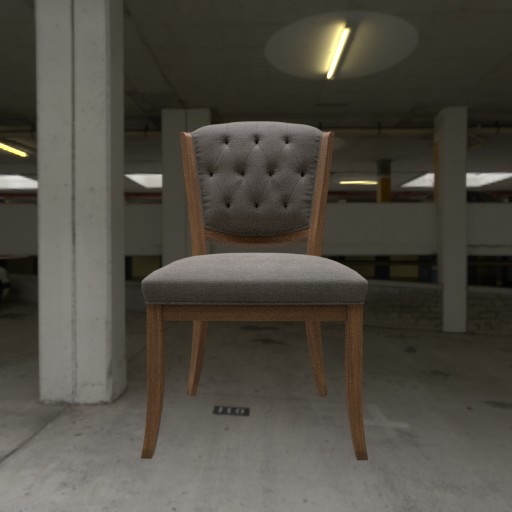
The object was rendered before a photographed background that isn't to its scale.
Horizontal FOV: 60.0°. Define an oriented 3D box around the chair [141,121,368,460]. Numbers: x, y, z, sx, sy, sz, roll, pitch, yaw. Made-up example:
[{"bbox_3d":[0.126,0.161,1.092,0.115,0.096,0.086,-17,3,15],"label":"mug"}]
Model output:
[{"bbox_3d":[0.000,0.000,1.269,0.513,0.905,0.584,0,1,1],"label":"chair"}]
